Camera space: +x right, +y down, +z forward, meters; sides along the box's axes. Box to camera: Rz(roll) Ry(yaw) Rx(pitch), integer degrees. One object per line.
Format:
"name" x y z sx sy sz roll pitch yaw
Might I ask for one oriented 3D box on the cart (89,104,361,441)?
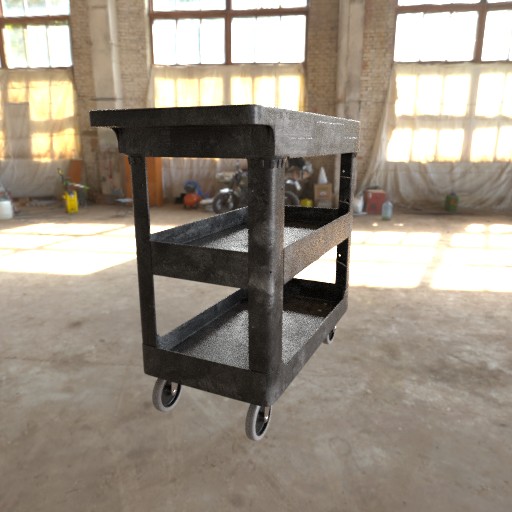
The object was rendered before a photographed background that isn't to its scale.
"cart" 0.000 0.000 1.378 0.420 0.824 0.877 7 16 25
